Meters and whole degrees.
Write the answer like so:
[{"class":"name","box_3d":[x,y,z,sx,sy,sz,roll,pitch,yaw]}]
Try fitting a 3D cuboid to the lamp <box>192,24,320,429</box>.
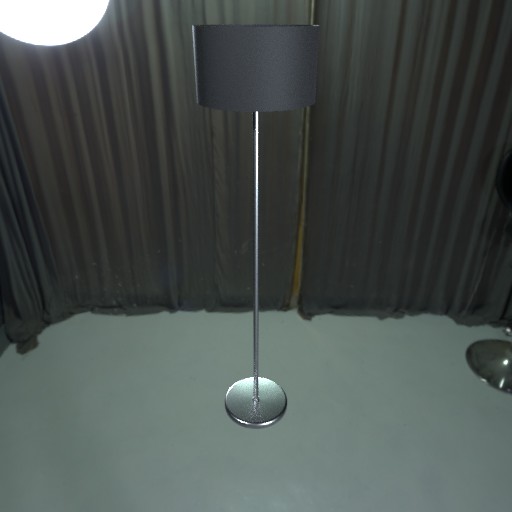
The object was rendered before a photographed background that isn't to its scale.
[{"class":"lamp","box_3d":[0.000,0.000,1.563,0.348,1.443,0.348,-1,28,-1]}]
